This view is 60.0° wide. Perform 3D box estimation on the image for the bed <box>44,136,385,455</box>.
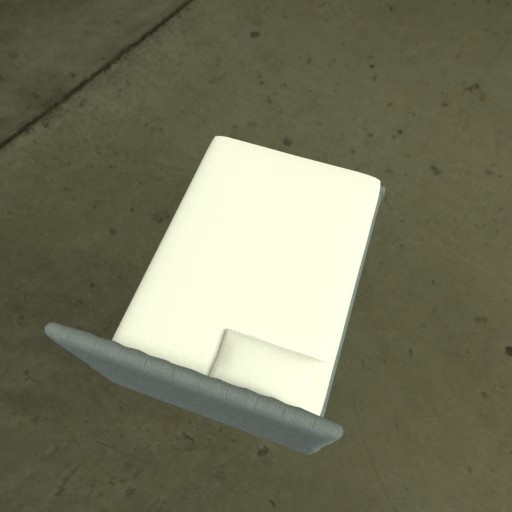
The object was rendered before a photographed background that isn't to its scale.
[{"bbox_3d":[0.000,0.000,3.404,1.698,1.411,2.335,17,65,8],"label":"bed"}]
